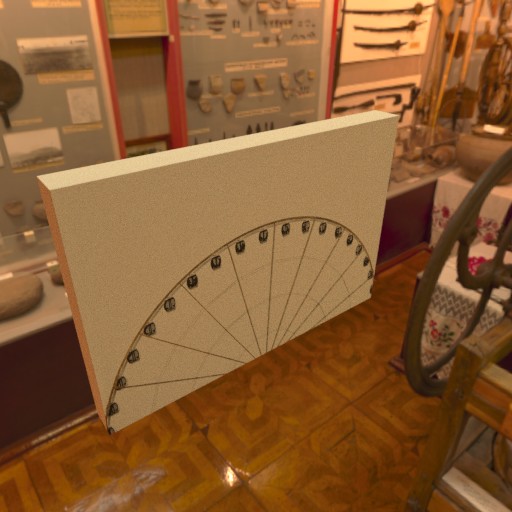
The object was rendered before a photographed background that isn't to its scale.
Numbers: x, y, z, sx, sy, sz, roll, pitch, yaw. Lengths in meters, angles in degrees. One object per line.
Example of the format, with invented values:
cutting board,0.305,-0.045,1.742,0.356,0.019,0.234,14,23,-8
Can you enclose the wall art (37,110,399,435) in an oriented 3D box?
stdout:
wall art,0.000,0.000,0.481,0.384,0.254,0.039,-20,36,-31
